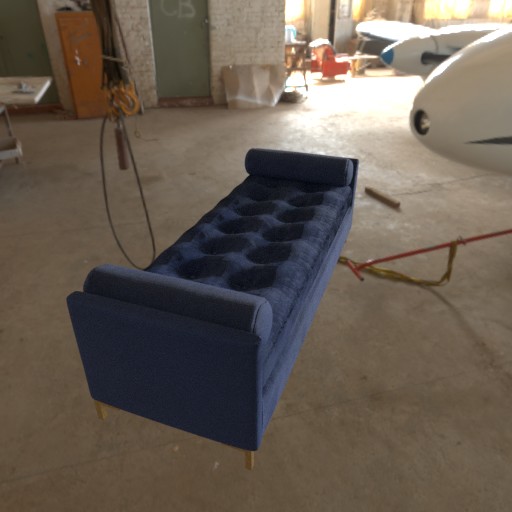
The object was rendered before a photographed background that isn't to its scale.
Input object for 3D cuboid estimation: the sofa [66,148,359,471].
[{"bbox_3d":[0.000,0.000,2.528,0.796,0.705,2.102,11,32,18],"label":"sofa"}]
